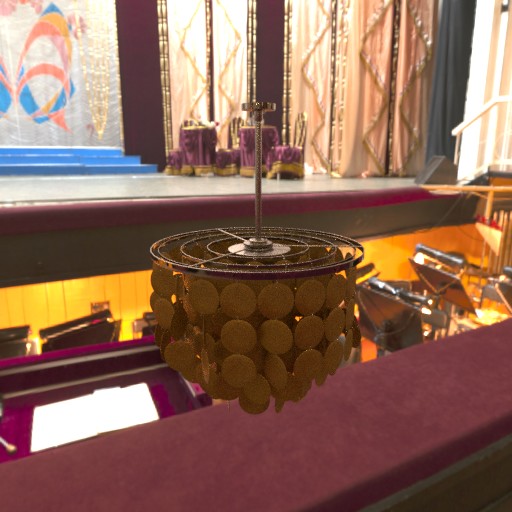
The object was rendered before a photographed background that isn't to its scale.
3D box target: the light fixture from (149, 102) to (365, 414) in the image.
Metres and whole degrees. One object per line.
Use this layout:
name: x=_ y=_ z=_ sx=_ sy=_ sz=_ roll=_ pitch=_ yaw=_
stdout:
light fixture: x=0.000 y=0.000 z=0.756 sx=0.368 sy=0.492 sz=0.368 roll=0 pitch=13 yaw=0
